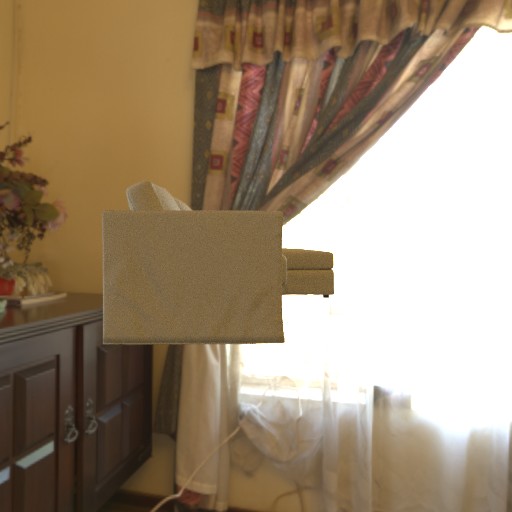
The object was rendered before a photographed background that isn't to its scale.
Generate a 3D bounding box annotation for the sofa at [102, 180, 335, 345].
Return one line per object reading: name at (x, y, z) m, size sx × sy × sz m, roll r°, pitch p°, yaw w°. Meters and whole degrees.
sofa at (0.000, 0.000, 3.840) m, size 1.622 × 0.867 × 3.177 m, roll 0°, pitch 1°, yaw -1°
